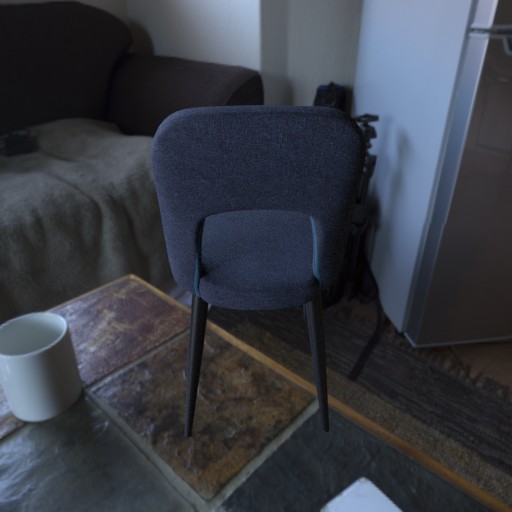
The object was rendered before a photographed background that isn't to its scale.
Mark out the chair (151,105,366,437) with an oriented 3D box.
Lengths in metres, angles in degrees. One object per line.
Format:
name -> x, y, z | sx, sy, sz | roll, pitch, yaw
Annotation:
chair -> 0.000, 0.000, 1.246 | 0.470, 0.931, 0.612 | -1, 30, -1
